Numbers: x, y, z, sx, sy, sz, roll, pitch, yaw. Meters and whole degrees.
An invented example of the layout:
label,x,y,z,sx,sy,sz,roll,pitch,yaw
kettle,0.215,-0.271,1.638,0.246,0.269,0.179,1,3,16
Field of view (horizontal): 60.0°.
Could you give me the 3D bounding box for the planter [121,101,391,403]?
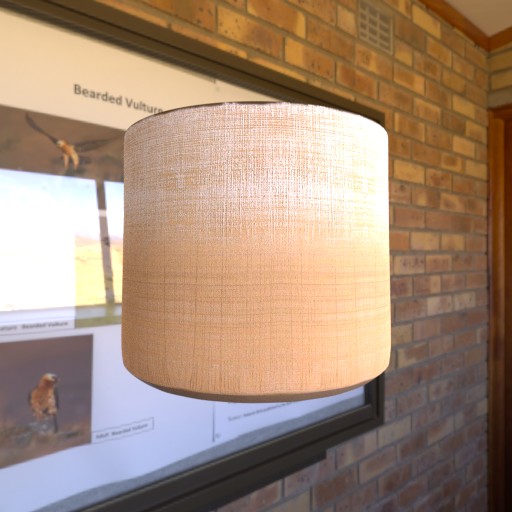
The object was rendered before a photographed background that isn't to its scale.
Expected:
label,x,y,z,sx,sy,sz,roll,pitch,yaw
planter,0.000,0.000,0.436,0.254,0.221,0.254,0,0,0
